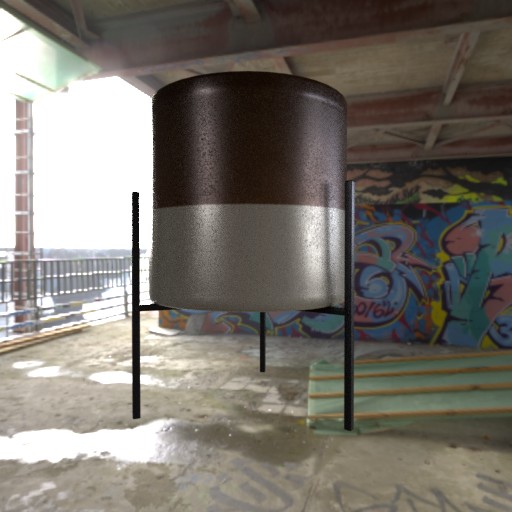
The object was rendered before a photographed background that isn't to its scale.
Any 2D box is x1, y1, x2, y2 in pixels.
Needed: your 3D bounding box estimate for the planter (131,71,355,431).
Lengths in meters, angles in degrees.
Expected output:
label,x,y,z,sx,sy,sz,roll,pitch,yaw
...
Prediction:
label,x,y,z,sx,sy,sz,roll,pitch,yaw
planter,0.000,0.000,0.561,0.269,0.375,0.255,1,1,37
